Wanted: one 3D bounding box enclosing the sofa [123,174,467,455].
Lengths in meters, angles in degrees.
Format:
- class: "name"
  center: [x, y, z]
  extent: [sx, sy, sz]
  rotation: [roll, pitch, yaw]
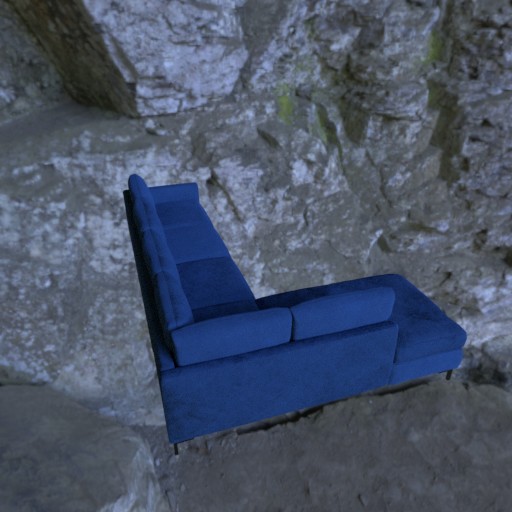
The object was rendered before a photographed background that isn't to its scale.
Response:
- class: "sofa"
  center: [0.000, 0.000, 3.847]
  extent: [2.007, 0.815, 2.949]
  rotation: [-9, 31, -16]
